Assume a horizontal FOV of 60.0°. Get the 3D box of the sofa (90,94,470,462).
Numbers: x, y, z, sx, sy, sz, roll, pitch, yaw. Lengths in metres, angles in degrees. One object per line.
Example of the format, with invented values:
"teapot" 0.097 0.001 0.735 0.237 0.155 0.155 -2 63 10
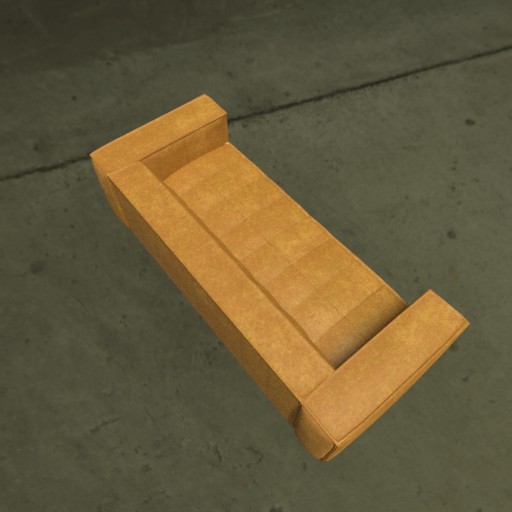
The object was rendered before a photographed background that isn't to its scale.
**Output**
"sofa" 0.000 0.000 3.114 1.102 0.701 2.581 -35 64 -20
